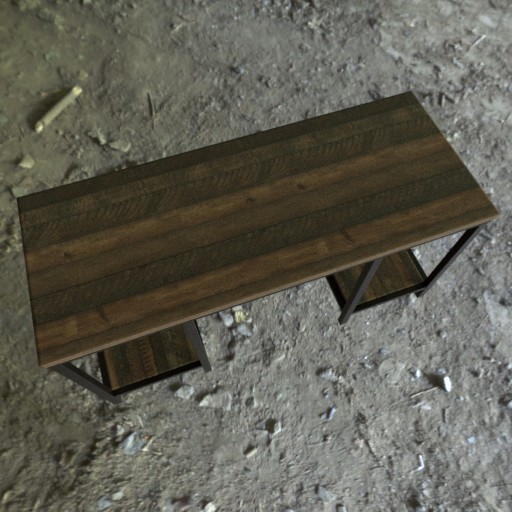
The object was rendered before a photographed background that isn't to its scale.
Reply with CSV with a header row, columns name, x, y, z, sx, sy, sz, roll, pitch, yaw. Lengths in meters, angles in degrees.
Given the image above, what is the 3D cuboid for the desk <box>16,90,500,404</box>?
name,x,y,z,sx,sy,sz,roll,pitch,yaw
desk,0.000,0.000,1.852,1.538,0.753,0.617,-18,64,-9
